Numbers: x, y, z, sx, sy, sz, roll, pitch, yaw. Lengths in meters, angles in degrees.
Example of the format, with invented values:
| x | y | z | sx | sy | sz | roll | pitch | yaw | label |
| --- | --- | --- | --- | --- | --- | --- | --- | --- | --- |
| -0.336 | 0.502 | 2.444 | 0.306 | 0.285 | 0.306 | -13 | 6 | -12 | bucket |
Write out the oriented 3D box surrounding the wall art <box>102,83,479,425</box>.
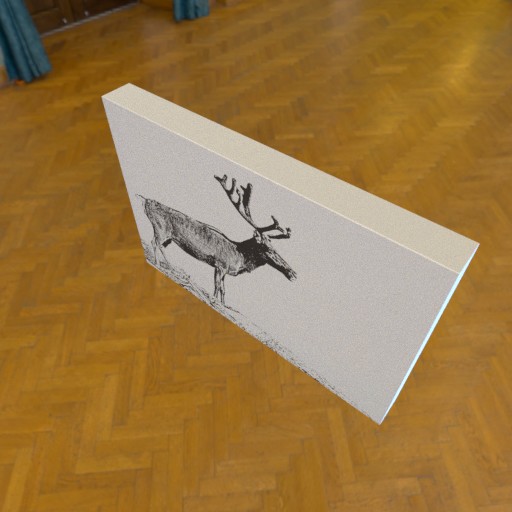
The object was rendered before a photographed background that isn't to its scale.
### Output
| x | y | z | sx | sy | sz | roll | pitch | yaw | label |
| --- | --- | --- | --- | --- | --- | --- | --- | --- | --- |
| 0.000 | 0.000 | 0.483 | 0.381 | 0.259 | 0.038 | 31 | 55 | 25 | wall art |
